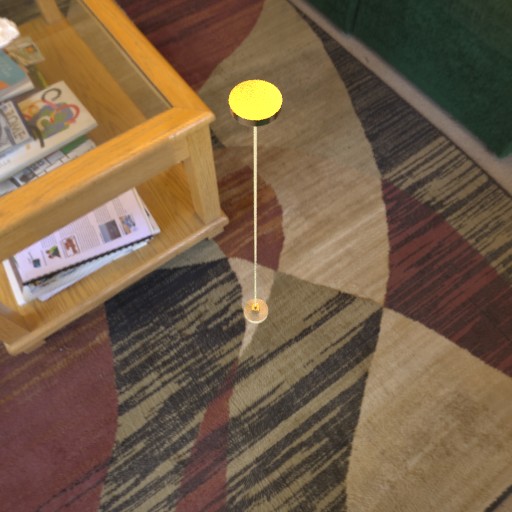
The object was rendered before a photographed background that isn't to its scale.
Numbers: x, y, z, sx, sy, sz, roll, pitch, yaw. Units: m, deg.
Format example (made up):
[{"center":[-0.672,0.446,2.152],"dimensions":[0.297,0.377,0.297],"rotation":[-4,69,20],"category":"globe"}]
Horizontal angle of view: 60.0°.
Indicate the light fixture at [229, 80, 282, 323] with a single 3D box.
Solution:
[{"center":[0.000,0.000,1.761],"dimensions":[0.129,1.669,0.129],"rotation":[34,69,15],"category":"light fixture"}]
